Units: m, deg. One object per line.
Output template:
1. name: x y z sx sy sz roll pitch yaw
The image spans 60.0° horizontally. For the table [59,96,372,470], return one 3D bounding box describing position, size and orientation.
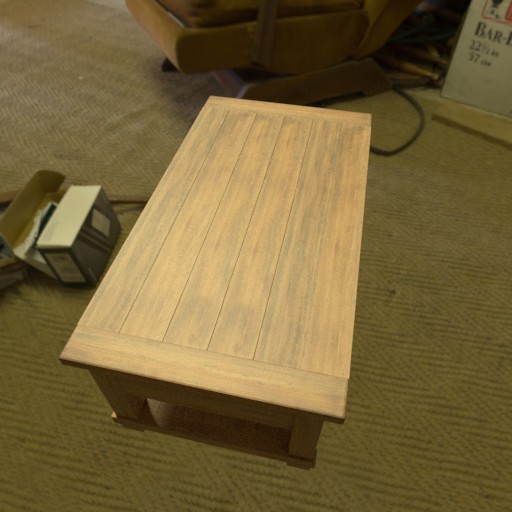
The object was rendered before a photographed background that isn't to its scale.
1. table: 0.000 0.000 1.597 0.693 0.494 1.270 9 49 8
